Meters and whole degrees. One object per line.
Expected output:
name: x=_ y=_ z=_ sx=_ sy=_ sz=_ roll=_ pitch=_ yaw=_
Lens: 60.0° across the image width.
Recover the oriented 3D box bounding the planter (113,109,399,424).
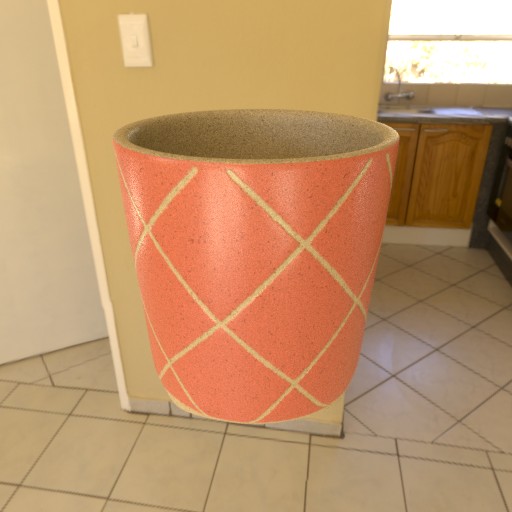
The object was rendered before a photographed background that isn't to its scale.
planter: x=0.000 y=0.000 z=0.416 sx=0.227 sy=0.235 sz=0.227 roll=0 pitch=26 yaw=0
